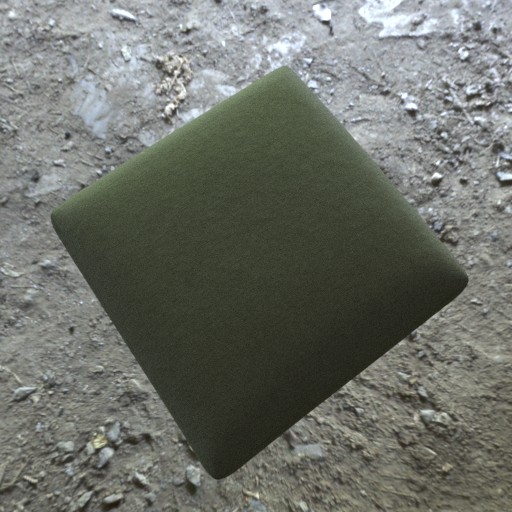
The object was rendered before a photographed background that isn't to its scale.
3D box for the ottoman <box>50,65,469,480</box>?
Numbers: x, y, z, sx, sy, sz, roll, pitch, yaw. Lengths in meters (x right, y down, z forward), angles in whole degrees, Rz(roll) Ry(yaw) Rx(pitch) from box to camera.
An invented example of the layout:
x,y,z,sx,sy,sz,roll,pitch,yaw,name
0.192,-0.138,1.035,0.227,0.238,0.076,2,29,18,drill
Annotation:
x,y,z,sx,sy,sz,roll,pitch,yaw,name
0.000,0.000,1.567,1.041,0.470,1.041,-35,78,-9,ottoman
